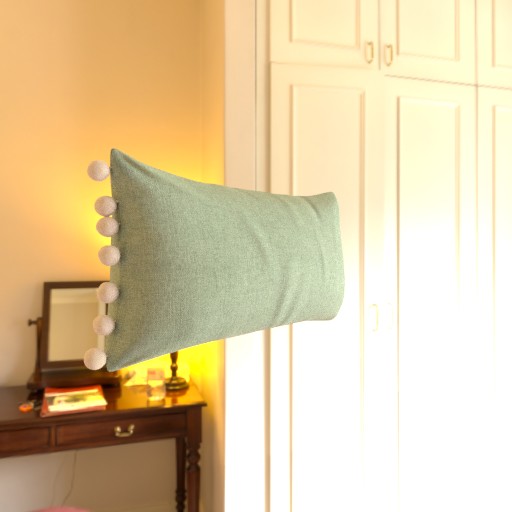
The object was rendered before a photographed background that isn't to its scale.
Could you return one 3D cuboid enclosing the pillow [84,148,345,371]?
[{"bbox_3d":[0.000,0.000,0.856,0.201,0.322,0.709,0,0,37],"label":"pillow"}]
